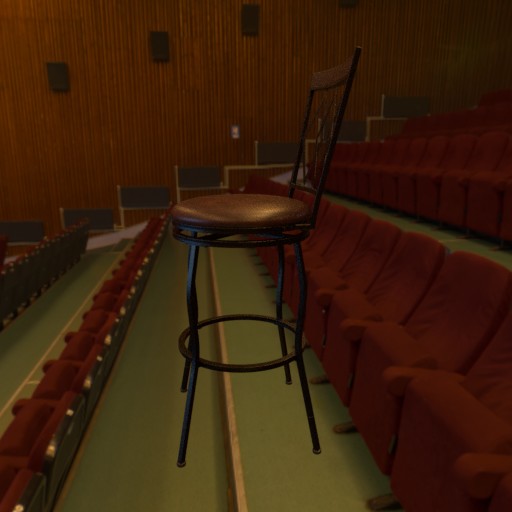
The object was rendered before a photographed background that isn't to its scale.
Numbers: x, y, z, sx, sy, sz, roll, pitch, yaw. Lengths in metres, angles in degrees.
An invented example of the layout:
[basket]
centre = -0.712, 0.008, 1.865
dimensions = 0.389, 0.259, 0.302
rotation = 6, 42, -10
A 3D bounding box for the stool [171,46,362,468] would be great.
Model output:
[stool]
centre = 0.000, 0.000, 1.380
dimensions = 0.521, 1.134, 0.432
rotation = -2, 14, -8
